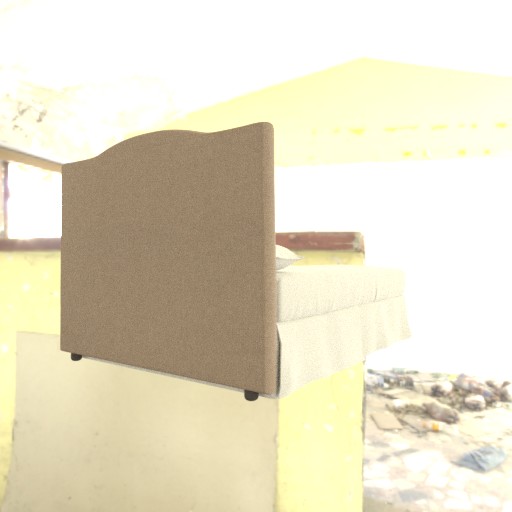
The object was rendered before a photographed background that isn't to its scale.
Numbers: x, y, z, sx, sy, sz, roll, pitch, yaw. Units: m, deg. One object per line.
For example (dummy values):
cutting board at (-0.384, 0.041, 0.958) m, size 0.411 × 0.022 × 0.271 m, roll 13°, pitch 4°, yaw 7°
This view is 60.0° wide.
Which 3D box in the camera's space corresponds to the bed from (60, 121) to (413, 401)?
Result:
bed at (0.000, 0.000, 3.503) m, size 1.821 × 1.436 × 2.282 m, roll 0°, pitch 0°, yaw 35°
